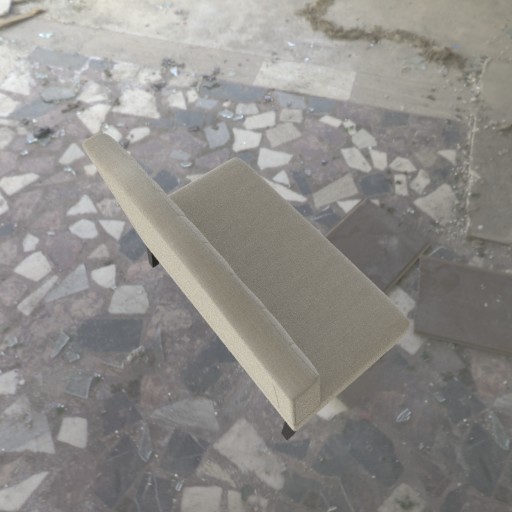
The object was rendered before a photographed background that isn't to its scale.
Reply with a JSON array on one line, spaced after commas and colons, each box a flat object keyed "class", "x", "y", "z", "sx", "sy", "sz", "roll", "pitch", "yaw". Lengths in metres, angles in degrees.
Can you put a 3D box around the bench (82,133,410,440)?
[{"class": "bench", "x": 0.000, "y": 0.000, "z": 2.046, "sx": 0.815, "sy": 1.180, "sz": 1.335, "roll": -34, "pitch": 65, "yaw": -19}]
